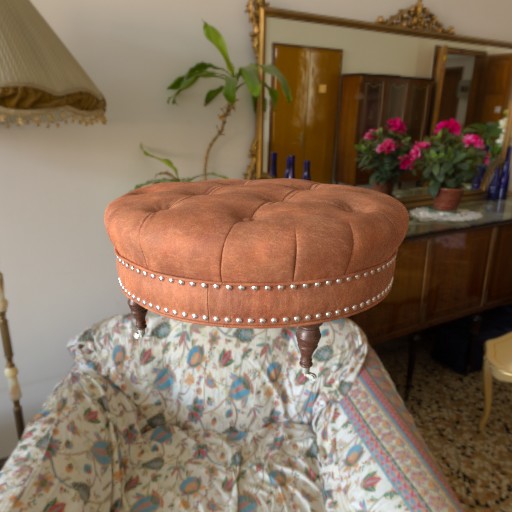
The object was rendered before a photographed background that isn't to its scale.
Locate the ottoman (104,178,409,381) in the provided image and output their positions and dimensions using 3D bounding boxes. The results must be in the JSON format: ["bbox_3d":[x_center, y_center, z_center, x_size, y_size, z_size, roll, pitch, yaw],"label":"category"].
[{"bbox_3d":[0.000,0.000,1.416,0.901,0.444,0.901,0,16,0],"label":"ottoman"}]
